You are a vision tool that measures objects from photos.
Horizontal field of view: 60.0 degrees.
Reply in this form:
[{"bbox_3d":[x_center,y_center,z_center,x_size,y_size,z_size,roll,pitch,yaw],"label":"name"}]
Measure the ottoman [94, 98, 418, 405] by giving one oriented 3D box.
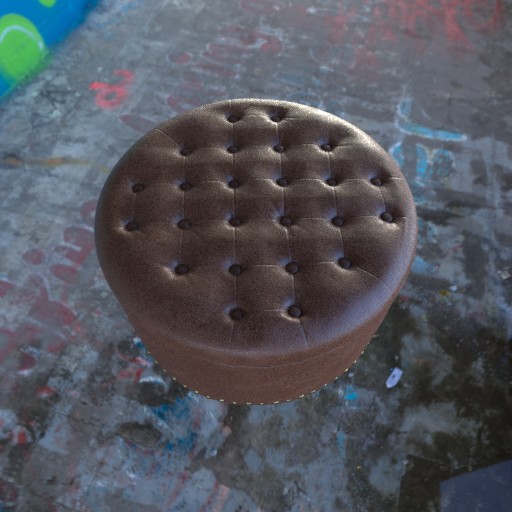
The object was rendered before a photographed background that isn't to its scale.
[{"bbox_3d":[0.000,0.000,1.041,0.637,0.442,0.637,0,57,0],"label":"ottoman"}]
